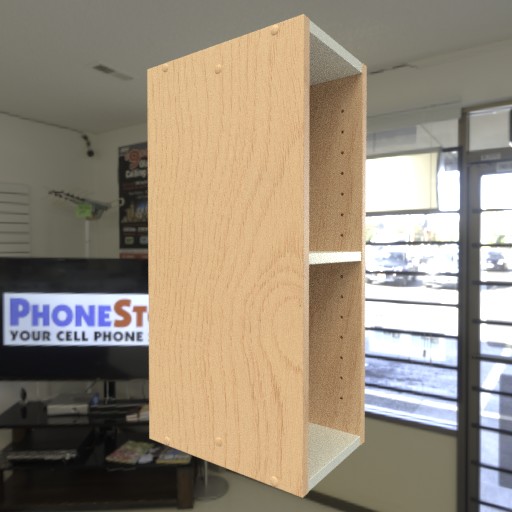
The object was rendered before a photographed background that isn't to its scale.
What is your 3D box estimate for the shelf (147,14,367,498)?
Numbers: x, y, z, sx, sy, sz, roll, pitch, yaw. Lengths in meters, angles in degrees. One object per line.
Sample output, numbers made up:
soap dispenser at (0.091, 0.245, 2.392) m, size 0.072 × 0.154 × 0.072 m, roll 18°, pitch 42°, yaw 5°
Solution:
shelf at (0.000, 0.000, 0.714) m, size 0.290 × 0.600 × 0.200 m, roll 1°, pitch 2°, yaw 36°
